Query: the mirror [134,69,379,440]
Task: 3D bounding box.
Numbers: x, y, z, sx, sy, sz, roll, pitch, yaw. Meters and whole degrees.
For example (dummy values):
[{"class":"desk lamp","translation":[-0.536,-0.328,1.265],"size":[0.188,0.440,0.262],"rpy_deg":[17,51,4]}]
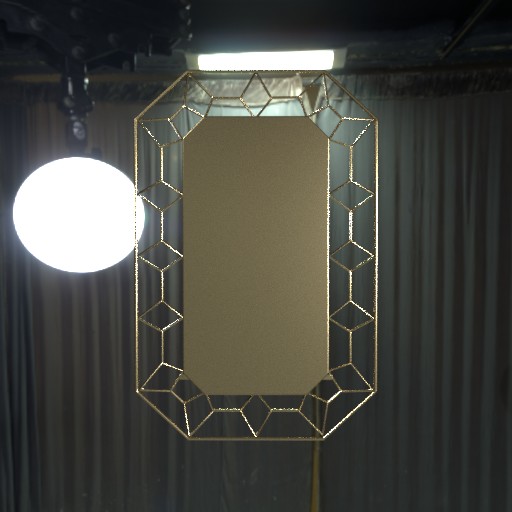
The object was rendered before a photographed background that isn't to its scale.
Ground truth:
[{"class":"mirror","translation":[0.000,0.000,1.061],"size":[0.572,0.870,0.051],"rpy_deg":[0,1,0]}]
